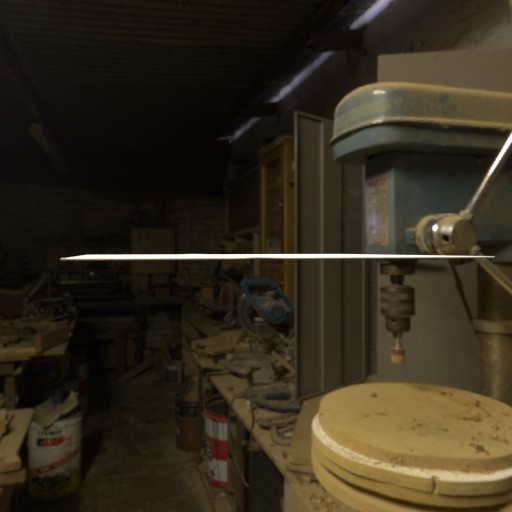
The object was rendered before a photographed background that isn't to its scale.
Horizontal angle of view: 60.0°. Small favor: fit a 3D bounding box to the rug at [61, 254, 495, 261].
[{"bbox_3d":[0.000,0.000,4.010,3.009,0.019,2.423,0,1,-18],"label":"rug"}]
